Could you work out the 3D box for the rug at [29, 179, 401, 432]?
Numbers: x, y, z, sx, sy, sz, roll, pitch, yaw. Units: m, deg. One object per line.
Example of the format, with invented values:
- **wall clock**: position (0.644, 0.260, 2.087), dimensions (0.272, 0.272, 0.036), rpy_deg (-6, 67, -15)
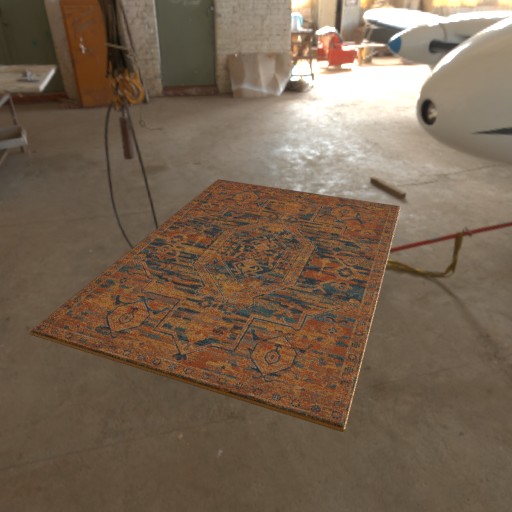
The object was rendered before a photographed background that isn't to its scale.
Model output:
- **rug**: position (0.000, 0.000, 2.846), dimensions (1.588, 0.024, 2.204), rpy_deg (11, 33, 18)
